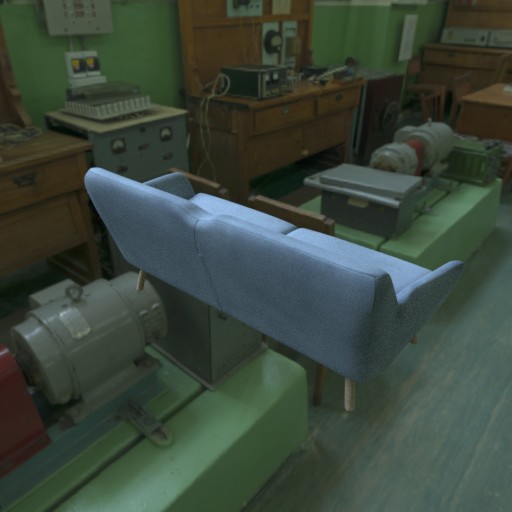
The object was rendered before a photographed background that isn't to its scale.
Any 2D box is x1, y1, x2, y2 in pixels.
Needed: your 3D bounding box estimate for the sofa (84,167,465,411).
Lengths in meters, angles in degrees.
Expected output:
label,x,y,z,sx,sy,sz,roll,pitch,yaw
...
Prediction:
label,x,y,z,sx,sy,sz,roll,pitch,yaw
sofa,0.000,0.000,2.334,1.870,0.810,0.850,22,37,33
